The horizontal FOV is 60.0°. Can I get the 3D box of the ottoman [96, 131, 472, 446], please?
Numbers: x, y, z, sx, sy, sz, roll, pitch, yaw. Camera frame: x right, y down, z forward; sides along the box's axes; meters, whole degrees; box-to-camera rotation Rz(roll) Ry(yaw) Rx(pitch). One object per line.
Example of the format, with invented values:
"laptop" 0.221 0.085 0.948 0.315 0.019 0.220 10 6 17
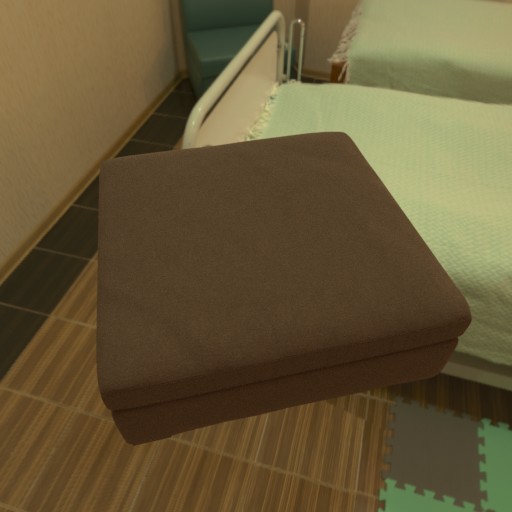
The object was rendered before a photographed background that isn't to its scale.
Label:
"ottoman" 0.000 0.000 1.813 1.181 0.470 1.181 -10 47 -9
